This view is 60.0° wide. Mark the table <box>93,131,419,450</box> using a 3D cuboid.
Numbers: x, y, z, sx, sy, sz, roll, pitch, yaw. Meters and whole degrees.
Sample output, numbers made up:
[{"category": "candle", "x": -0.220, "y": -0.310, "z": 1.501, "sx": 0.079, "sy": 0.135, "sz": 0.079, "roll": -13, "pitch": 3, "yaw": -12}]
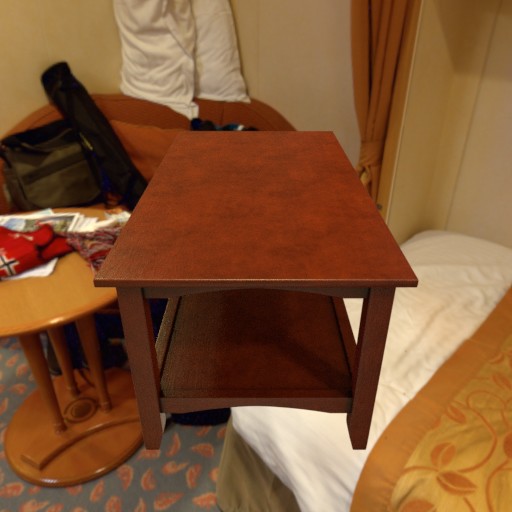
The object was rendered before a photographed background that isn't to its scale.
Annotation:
[{"category": "table", "x": 0.000, "y": 0.000, "z": 1.242, "sx": 0.533, "sy": 0.456, "sz": 0.943, "roll": 0, "pitch": 30, "yaw": 0}]
